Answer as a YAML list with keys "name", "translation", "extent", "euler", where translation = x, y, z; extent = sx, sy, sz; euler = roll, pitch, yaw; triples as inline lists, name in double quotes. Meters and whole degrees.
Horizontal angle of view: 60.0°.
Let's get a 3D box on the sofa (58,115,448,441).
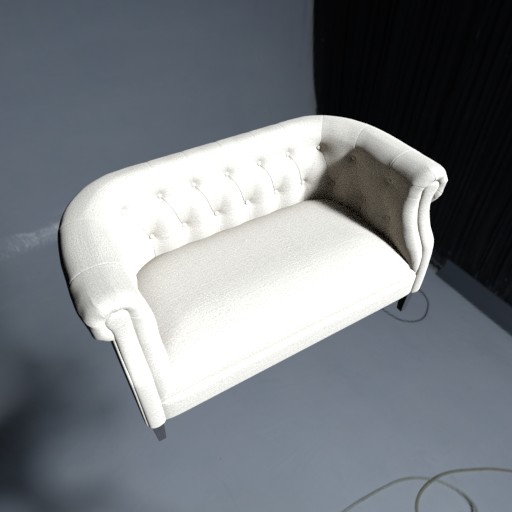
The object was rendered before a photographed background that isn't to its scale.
- name: "sofa"
  translation: [0.000, 0.000, 2.025]
  extent: [1.558, 0.827, 0.835]
  euler: [-22, 49, -21]
